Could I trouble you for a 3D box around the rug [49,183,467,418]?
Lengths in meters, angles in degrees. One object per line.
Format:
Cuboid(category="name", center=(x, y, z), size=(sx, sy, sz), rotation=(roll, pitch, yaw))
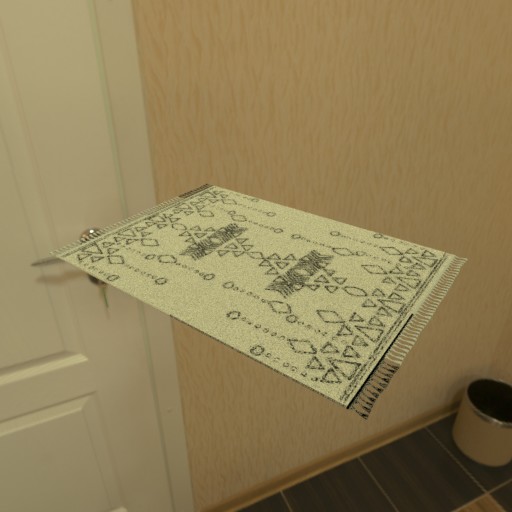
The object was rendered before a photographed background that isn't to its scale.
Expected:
Cuboid(category="rug", center=(0.000, 0.000, 2.973), size=(2.312, 0.013, 1.600), rotation=(20, 36, 31))
